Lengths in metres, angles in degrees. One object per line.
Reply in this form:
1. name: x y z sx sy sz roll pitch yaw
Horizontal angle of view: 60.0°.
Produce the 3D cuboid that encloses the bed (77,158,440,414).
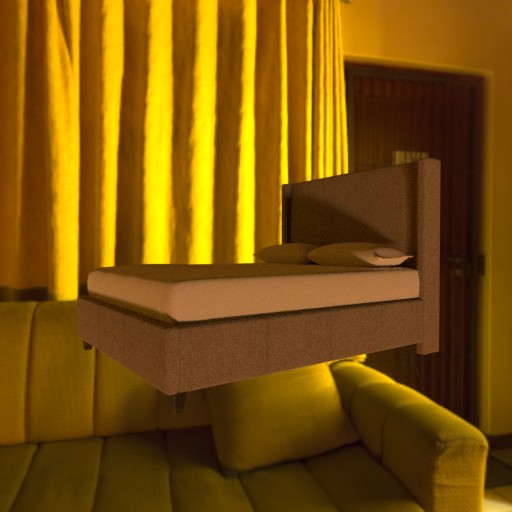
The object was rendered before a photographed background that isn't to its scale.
1. bed: 0.000 0.000 3.433 2.245 1.481 1.714 -1 1 -35
